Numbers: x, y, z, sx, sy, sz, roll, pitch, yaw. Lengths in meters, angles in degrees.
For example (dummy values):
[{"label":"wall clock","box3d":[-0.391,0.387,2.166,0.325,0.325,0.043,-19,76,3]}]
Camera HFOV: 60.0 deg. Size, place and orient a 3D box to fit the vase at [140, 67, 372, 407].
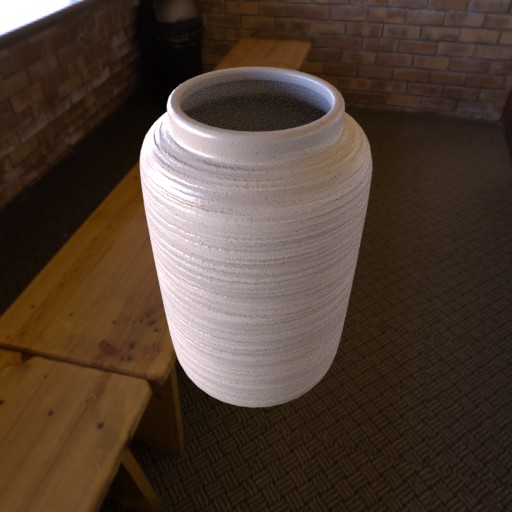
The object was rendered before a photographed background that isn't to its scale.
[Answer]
[{"label":"vase","box3d":[0.000,0.000,0.458,0.202,0.335,0.202,0,42,0]}]
